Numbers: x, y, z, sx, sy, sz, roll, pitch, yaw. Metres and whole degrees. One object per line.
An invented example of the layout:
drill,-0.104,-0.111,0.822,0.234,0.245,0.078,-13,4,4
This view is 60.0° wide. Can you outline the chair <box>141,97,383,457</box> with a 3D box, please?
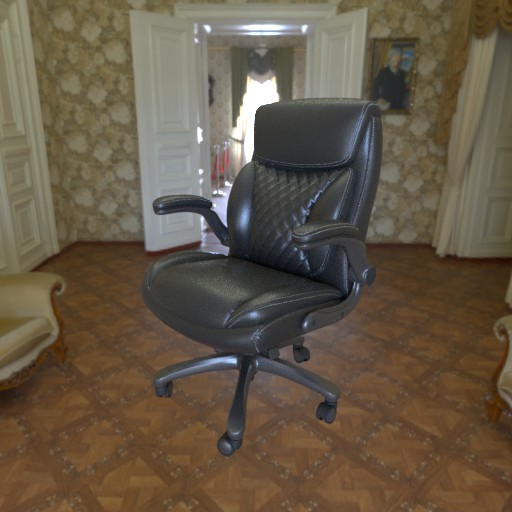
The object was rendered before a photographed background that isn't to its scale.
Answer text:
chair,0.000,0.000,1.619,0.782,1.110,0.724,16,23,43
